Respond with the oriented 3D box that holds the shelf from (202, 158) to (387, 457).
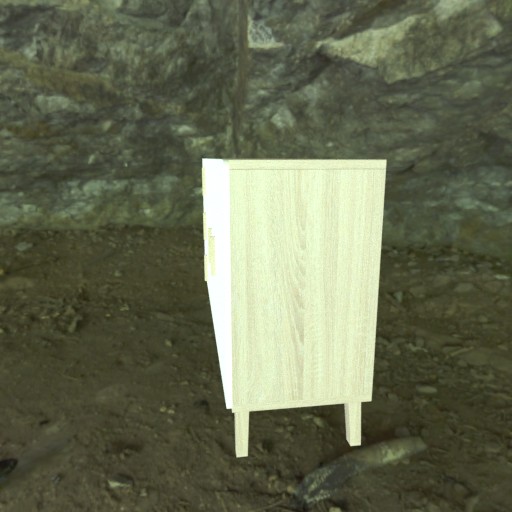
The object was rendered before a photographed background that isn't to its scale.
[{"bbox_3d":[0.000,0.000,1.820,0.400,0.780,1.490,-2,13,-8],"label":"shelf"}]
